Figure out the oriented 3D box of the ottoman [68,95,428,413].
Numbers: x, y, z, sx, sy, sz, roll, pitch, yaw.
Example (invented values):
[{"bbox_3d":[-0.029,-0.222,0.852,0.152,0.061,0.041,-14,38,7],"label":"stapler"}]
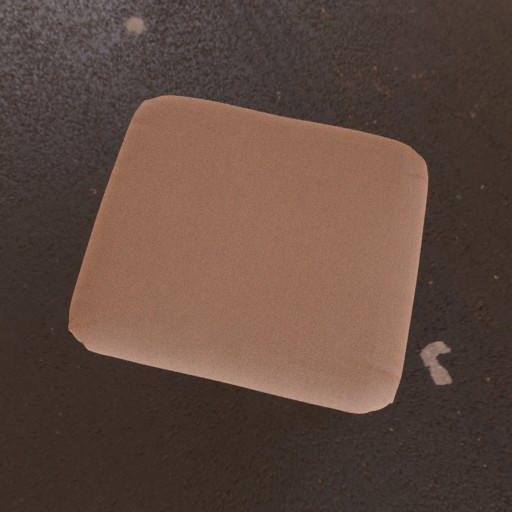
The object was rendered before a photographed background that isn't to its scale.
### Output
[{"bbox_3d":[0.000,0.000,1.143,0.746,0.450,0.639,12,76,3],"label":"ottoman"}]
